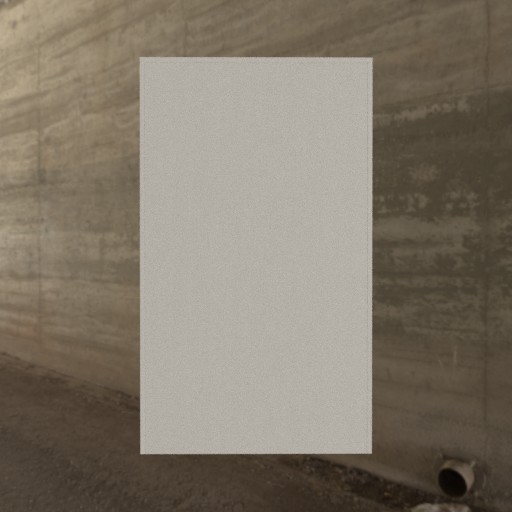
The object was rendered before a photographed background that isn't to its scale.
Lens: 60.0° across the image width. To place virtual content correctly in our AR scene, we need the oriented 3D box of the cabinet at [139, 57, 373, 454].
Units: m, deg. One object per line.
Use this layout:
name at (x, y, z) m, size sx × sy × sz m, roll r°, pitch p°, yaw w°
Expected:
cabinet at (0.000, 0.000, 1.555) m, size 0.750 × 1.280 × 0.250 m, roll 0°, pitch 0°, yaw 0°
